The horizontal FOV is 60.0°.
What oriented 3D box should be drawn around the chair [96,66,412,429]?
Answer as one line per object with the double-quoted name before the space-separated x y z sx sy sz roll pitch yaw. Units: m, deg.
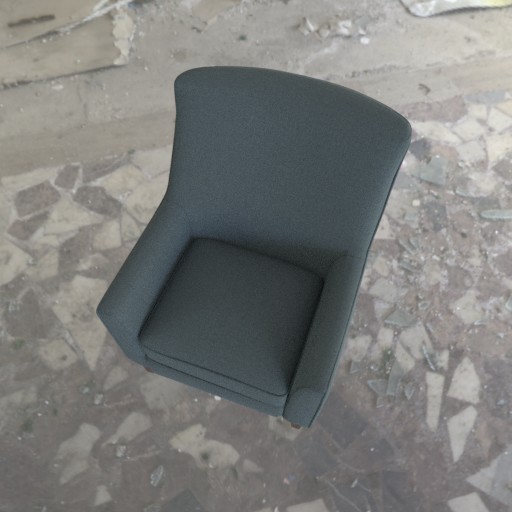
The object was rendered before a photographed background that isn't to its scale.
"chair" 0.000 0.000 1.571 0.756 0.916 0.879 17 59 11
